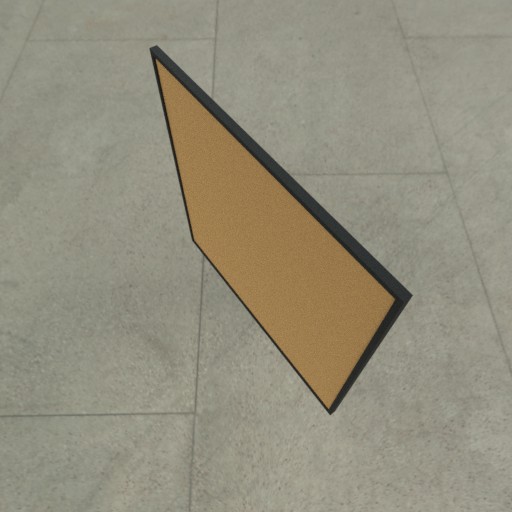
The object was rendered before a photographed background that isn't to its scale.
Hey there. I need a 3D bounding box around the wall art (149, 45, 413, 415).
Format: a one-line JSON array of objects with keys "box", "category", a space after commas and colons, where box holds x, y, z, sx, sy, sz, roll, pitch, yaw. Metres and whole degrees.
[{"box": [0.000, 0.000, 0.684, 0.013, 0.457, 0.458, -32, 64, -18], "category": "wall art"}]
